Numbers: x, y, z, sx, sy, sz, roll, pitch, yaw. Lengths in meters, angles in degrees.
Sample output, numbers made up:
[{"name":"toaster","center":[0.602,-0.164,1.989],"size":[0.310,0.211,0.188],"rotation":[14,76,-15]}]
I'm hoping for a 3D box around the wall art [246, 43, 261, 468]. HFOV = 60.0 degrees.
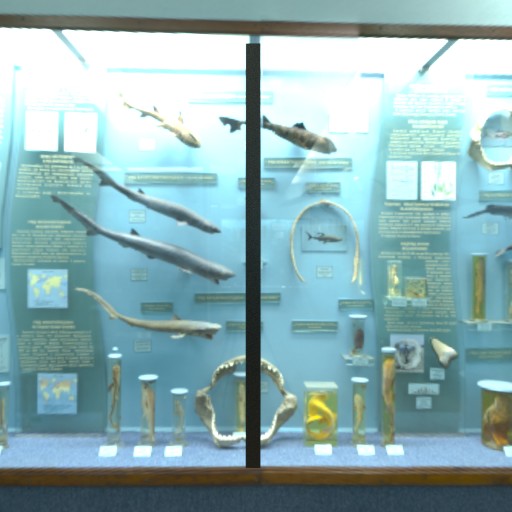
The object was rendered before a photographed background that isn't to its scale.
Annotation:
[{"name":"wall art","center":[0.000,0.000,0.536],"size":[0.012,0.332,0.383],"rotation":[0,0,1]}]
